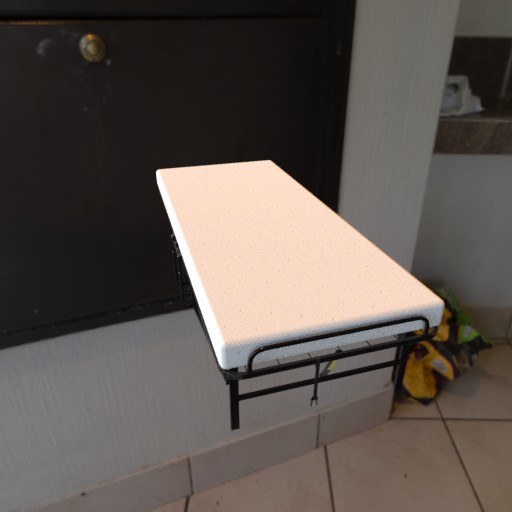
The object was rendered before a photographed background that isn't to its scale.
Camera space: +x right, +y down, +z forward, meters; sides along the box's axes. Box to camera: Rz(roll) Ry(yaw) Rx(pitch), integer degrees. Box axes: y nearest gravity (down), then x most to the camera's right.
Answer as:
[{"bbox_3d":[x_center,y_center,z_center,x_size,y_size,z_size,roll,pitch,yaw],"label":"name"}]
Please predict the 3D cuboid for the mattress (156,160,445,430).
[{"bbox_3d":[0.000,0.000,2.566,0.922,0.519,2.153,-8,29,-15],"label":"mattress"}]
